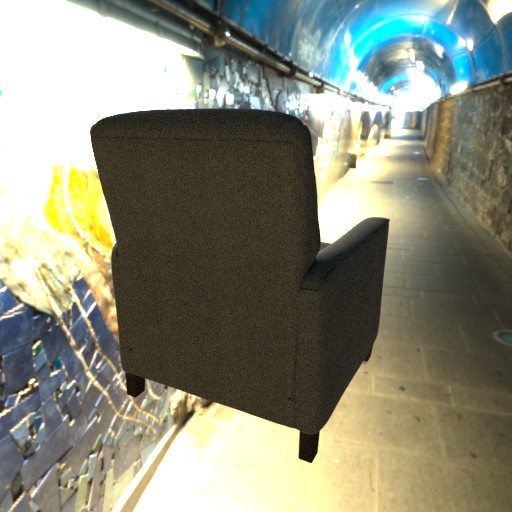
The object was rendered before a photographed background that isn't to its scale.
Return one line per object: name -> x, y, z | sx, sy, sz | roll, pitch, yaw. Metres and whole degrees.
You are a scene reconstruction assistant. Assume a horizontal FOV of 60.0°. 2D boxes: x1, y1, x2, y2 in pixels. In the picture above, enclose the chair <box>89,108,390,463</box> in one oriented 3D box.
chair -> 0.000, 0.000, 1.648 | 0.841, 1.028, 0.858 | 9, 19, 26
